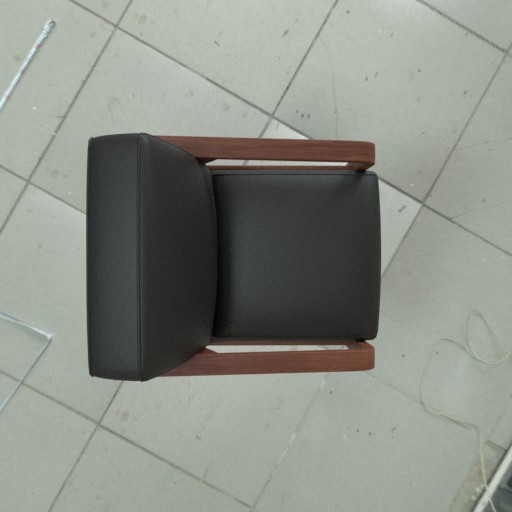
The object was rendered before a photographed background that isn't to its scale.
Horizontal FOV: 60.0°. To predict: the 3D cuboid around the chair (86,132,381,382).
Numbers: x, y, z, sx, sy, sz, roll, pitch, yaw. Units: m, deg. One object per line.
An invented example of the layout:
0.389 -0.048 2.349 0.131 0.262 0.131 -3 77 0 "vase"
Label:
0.000 0.000 1.471 0.889 0.861 0.719 0 90 -2 "chair"
